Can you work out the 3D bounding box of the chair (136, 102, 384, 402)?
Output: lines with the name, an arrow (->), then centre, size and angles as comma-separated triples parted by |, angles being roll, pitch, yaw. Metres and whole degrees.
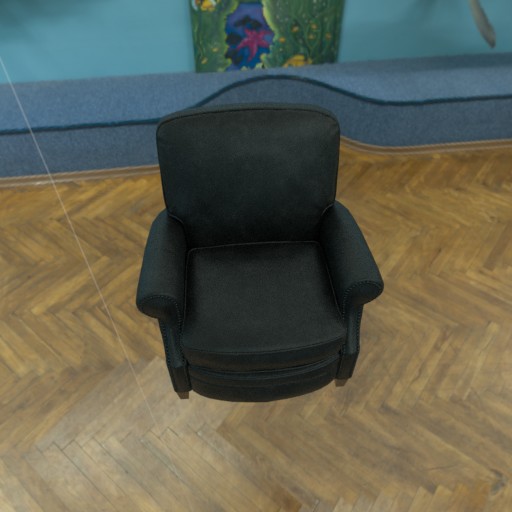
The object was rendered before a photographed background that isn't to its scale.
chair -> 0.000, 0.000, 1.884 | 0.936, 1.018, 0.986 | -4, 48, -3
